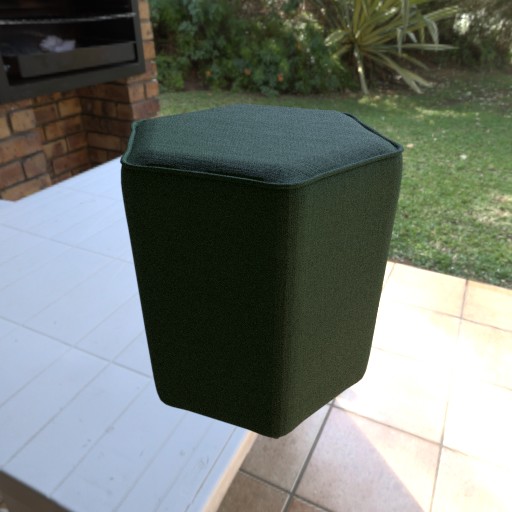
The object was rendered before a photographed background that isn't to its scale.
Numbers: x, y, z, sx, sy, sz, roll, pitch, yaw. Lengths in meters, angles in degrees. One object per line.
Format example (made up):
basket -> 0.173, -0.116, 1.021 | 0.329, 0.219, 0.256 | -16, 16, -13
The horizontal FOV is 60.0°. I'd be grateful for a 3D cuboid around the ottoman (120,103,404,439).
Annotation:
ottoman -> 0.000, 0.000, 0.882 | 0.499, 0.507, 0.444 | 11, 32, 18
